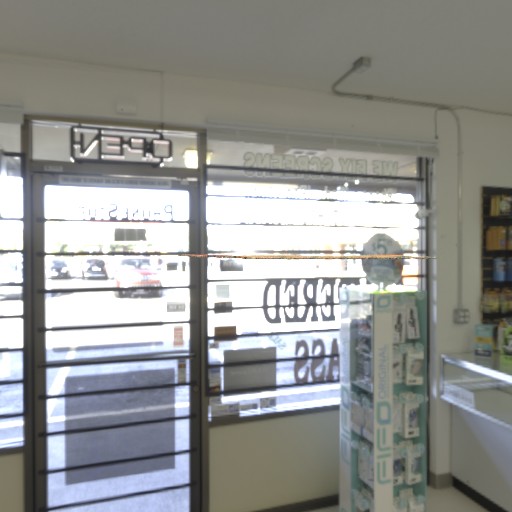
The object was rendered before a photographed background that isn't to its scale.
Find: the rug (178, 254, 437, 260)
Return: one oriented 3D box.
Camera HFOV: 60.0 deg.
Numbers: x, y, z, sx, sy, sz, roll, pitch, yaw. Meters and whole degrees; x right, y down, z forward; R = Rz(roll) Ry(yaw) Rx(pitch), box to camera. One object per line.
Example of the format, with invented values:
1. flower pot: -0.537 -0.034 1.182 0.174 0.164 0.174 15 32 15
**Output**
1. rug: 0.000 0.000 2.676 0.695 0.017 2.455 0 0 -16
